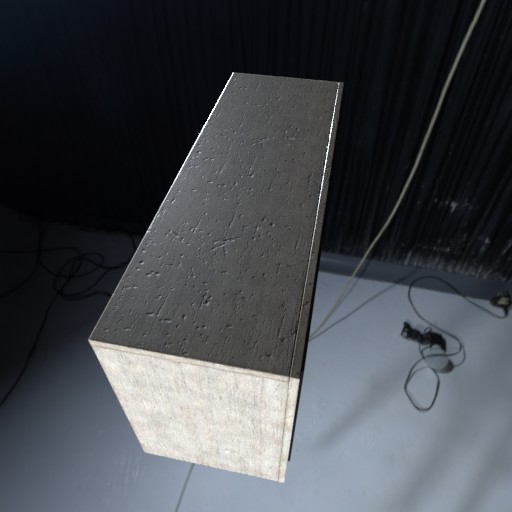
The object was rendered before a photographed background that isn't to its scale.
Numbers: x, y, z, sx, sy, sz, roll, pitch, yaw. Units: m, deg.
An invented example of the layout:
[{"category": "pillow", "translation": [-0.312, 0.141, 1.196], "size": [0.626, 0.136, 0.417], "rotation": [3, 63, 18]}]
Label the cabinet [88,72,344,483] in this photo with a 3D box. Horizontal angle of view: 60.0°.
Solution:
[{"category": "cabinet", "translation": [0.000, 0.000, 1.802], "size": [0.511, 0.825, 1.460], "rotation": [8, 47, 8]}]
